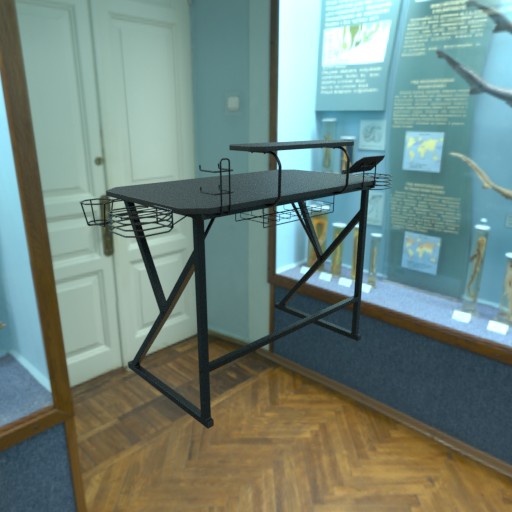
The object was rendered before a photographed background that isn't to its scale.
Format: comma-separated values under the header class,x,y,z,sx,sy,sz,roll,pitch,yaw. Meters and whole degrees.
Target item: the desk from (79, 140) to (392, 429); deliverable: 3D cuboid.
class,x,y,z,sx,sy,sz,roll,pitch,yaw
desk,0.000,0.000,1.750,1.290,0.880,0.580,-16,23,-42
